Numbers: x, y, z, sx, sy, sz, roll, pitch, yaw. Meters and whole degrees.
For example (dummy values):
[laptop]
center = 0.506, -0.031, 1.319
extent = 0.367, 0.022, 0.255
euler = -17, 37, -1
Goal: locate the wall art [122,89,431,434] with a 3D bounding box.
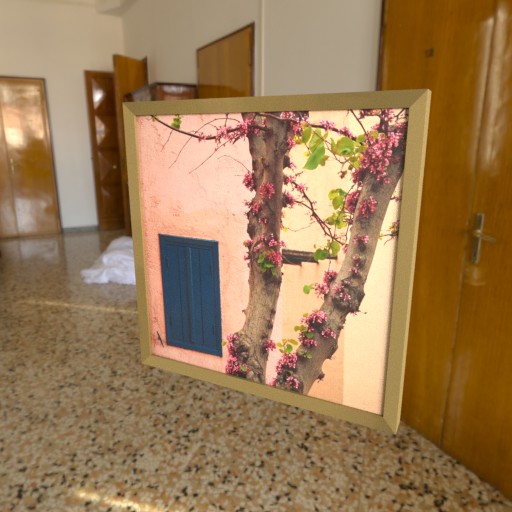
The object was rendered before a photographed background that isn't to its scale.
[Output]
[wall art]
center = 0.000, 0.000, 0.753
extent = 0.507, 0.508, 0.038
euler = 7, 17, 26
